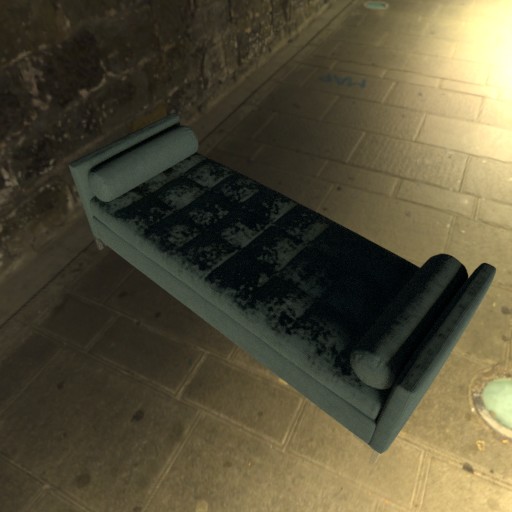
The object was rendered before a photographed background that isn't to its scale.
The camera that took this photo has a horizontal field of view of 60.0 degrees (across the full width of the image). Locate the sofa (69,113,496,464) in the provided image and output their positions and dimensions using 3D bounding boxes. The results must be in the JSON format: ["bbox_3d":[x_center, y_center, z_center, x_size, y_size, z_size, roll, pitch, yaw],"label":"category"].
[{"bbox_3d":[0.000,0.000,2.392,2.102,0.657,0.797,32,54,27],"label":"sofa"}]
